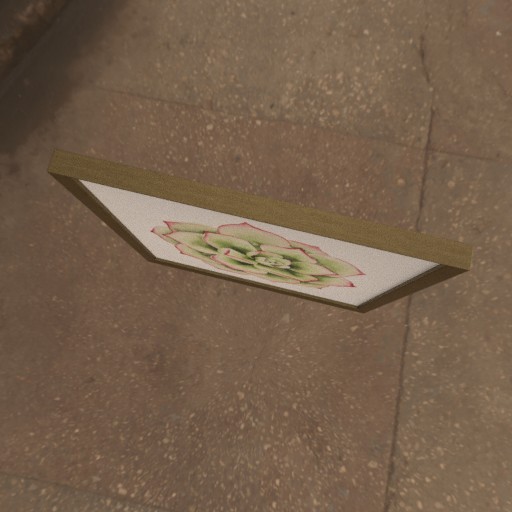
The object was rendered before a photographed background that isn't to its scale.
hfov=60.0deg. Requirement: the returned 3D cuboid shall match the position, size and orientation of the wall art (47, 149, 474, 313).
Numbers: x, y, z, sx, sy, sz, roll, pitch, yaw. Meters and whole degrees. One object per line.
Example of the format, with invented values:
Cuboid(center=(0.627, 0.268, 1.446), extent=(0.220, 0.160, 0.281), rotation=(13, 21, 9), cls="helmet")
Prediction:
Cuboid(center=(0.000, 0.000, 0.760), extent=(0.503, 0.506, 0.031), rotation=(13, 77, 3), cls="wall art")
